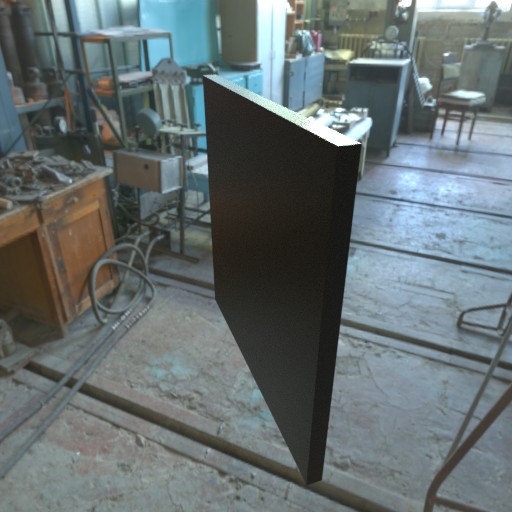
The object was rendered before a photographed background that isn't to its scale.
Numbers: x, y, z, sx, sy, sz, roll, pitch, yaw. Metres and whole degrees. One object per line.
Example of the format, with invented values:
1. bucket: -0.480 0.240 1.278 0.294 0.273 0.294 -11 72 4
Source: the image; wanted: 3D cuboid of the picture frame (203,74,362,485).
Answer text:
1. picture frame: 0.000 0.000 0.818 0.029 0.557 0.559 -10 31 -17
